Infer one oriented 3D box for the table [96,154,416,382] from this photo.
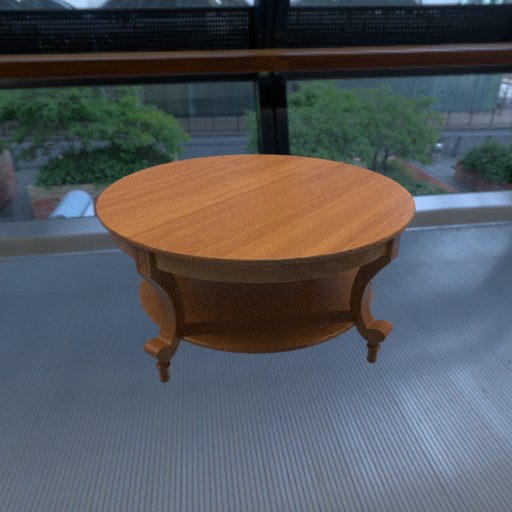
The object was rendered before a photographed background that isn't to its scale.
[{"bbox_3d":[0.000,0.000,1.597,1.029,0.490,1.029,0,26,0],"label":"table"}]
